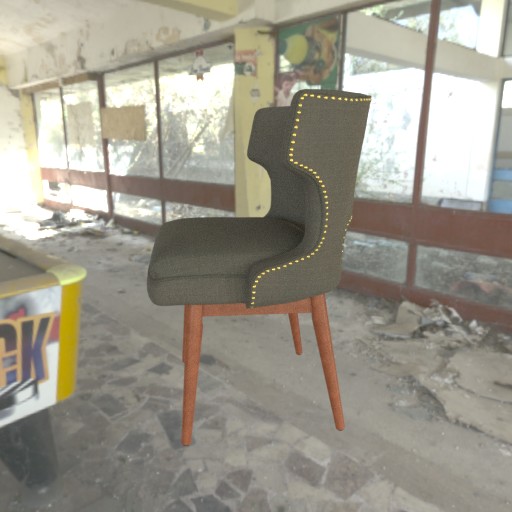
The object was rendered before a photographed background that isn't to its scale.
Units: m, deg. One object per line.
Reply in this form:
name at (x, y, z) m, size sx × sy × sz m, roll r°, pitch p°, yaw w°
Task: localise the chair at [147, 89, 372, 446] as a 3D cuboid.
chair at (0.000, 0.000, 1.263) m, size 0.581 × 0.863 × 0.595 m, roll -2°, pitch 14°, yaw -9°
